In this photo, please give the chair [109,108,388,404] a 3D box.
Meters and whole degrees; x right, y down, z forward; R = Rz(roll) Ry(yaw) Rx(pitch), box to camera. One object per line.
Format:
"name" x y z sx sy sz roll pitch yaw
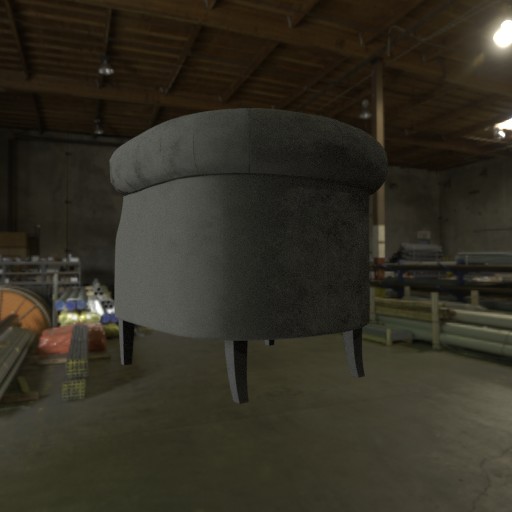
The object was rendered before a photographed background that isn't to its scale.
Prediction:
"chair" 0.000 0.000 1.603 0.904 0.826 0.851 1 -1 -35
